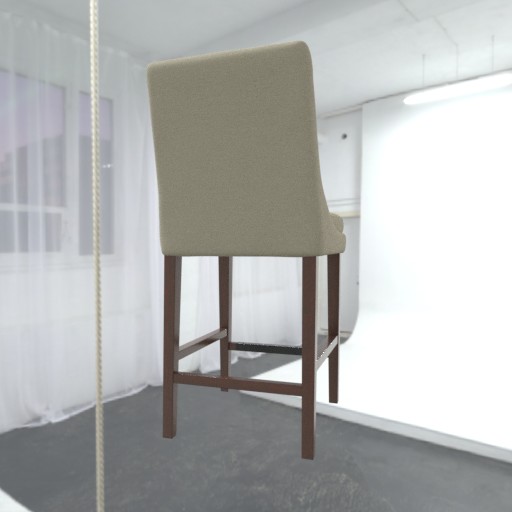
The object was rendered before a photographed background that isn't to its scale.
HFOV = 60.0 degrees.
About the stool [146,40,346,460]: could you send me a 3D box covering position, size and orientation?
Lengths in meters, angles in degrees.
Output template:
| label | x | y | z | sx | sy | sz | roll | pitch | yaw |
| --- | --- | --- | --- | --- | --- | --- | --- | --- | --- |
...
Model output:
| label | x | y | z | sx | sy | sz | roll | pitch | yaw |
| --- | --- | --- | --- | --- | --- | --- | --- | --- | --- |
| stool | 0.000 | 0.000 | 1.304 | 0.470 | 0.981 | 0.577 | 0 | 1 | 18 |
